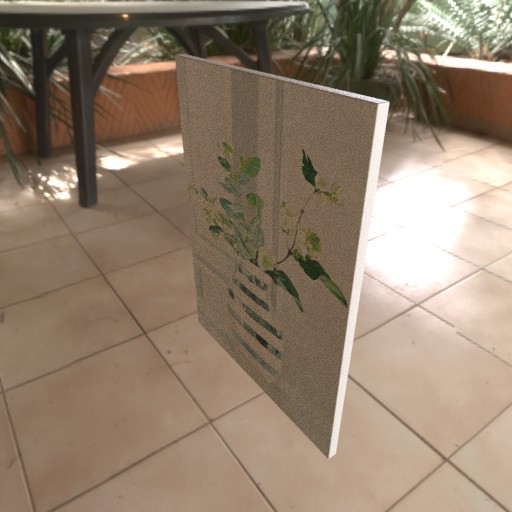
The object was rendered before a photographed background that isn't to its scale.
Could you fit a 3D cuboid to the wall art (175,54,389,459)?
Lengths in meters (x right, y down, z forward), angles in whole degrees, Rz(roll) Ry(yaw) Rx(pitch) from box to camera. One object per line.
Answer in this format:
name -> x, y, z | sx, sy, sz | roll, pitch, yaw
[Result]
wall art -> 0.000, 0.000, 1.564 | 0.038, 1.212, 0.914 | -21, 37, -30
